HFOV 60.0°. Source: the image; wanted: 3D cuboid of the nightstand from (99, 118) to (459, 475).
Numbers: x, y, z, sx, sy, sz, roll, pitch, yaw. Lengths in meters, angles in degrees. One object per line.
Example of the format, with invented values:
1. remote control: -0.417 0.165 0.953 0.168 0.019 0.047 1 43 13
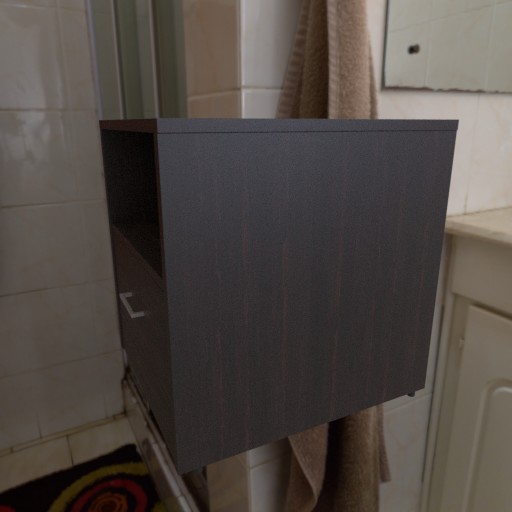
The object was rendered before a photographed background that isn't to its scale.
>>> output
1. nightstand: 0.000 0.000 0.783 0.461 0.460 0.400 -8 19 -26
